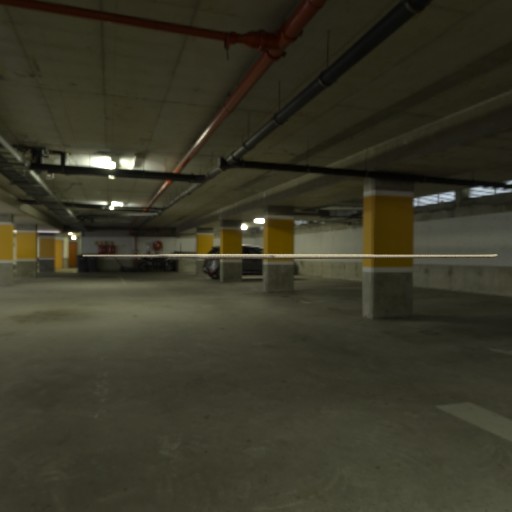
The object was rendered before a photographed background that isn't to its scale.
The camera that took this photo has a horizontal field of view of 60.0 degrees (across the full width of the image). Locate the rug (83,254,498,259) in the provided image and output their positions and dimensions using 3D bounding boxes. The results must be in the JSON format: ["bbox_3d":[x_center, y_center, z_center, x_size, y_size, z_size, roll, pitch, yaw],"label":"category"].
[{"bbox_3d":[0.000,0.000,2.842,1.540,0.021,2.290,0,0,-36],"label":"rug"}]
